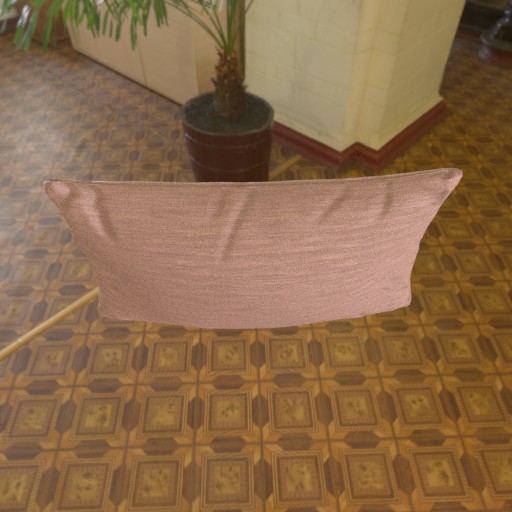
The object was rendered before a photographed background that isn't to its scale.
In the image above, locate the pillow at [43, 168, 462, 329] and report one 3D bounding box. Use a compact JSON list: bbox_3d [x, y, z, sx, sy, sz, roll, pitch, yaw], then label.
[{"bbox_3d":[0.000,0.000,0.778,0.633,0.338,0.210,-2,47,-2],"label":"pillow"}]
